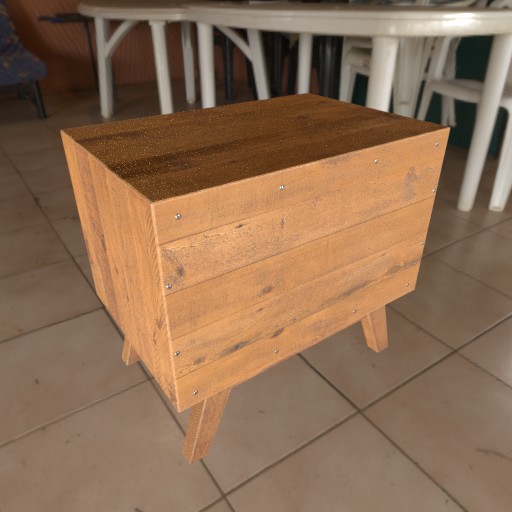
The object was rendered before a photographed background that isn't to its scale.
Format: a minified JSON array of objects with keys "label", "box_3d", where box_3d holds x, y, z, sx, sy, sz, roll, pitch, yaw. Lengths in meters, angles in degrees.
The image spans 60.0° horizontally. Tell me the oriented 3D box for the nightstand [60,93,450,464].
[{"label":"nightstand","box_3d":[0.000,0.000,1.044,0.650,0.599,0.450,-20,36,-30]}]
